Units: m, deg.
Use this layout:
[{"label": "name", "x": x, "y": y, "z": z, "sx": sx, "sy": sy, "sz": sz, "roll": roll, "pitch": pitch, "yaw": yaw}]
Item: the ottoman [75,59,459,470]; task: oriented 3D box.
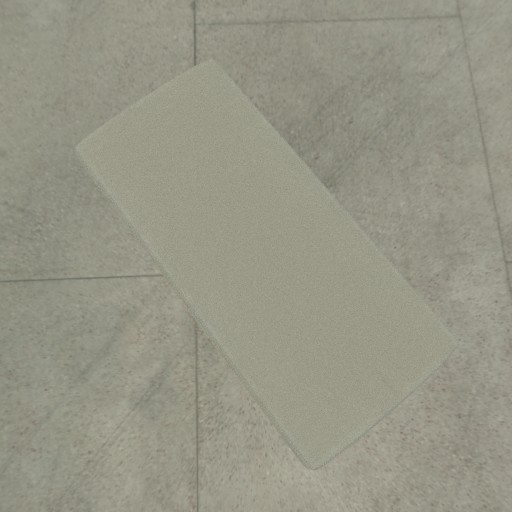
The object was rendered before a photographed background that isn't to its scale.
[{"label": "ottoman", "x": 0.000, "y": 0.000, "z": 1.677, "sx": 0.665, "sy": 0.457, "sz": 1.388, "roll": -37, "pitch": 79, "yaw": -9}]
